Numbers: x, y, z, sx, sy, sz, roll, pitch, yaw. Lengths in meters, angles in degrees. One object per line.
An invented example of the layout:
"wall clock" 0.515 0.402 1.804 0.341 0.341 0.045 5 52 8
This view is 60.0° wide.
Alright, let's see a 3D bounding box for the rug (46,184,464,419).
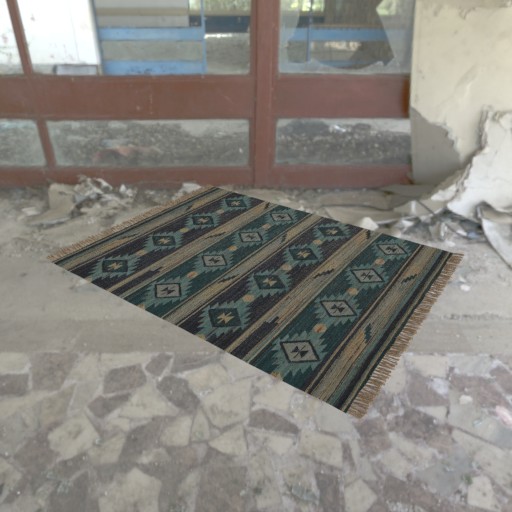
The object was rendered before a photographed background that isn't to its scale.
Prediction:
"rug" 0.000 0.000 4.294 3.307 0.047 2.418 20 35 30
